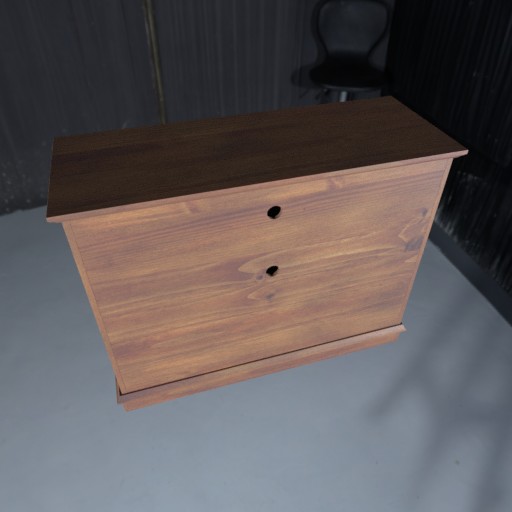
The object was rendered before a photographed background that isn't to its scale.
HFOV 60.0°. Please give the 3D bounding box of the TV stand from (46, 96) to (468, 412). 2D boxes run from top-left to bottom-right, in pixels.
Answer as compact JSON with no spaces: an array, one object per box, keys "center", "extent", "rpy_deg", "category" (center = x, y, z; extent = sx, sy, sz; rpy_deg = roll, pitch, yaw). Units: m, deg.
[{"center":[0.000,0.000,1.481],"extent":[1.067,0.813,0.406],"rpy_deg":[-11,42,-13],"category":"TV stand"}]
